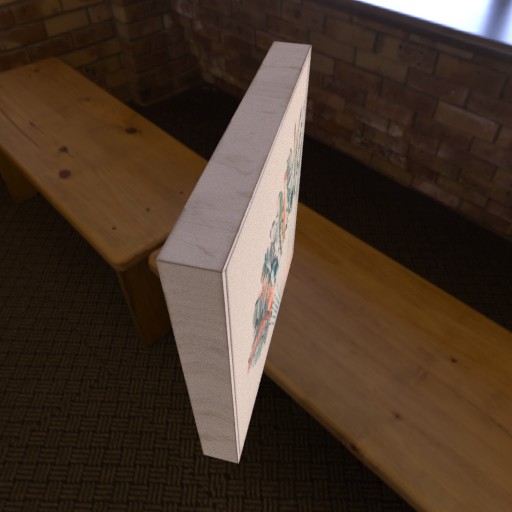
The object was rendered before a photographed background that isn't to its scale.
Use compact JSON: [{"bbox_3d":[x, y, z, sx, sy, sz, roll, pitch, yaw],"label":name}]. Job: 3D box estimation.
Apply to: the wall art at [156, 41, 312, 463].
[{"bbox_3d":[0.000,0.000,0.451,0.038,0.303,0.305,10,48,9],"label":"wall art"}]
